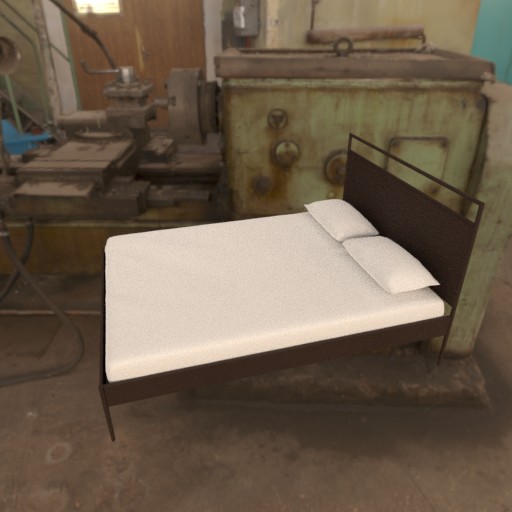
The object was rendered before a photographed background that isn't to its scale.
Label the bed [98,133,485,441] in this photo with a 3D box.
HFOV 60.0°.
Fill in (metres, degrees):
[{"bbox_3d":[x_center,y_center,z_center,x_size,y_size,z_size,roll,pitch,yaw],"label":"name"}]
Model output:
[{"bbox_3d":[0.000,0.000,3.070,2.122,1.173,1.572,-8,31,-14],"label":"bed"}]
